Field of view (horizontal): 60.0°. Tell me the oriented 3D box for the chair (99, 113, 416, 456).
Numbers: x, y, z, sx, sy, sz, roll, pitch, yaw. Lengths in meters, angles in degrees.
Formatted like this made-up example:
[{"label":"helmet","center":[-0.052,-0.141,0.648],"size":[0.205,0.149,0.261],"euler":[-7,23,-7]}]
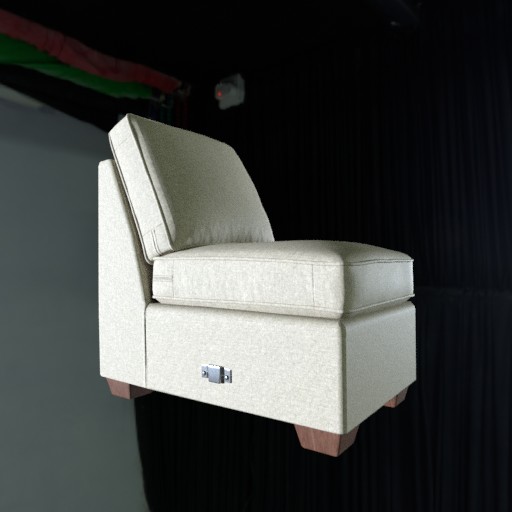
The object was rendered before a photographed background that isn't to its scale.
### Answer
[{"label":"chair","center":[0.000,0.000,1.659],"size":[1.020,1.058,0.674],"euler":[0,0,35]}]
